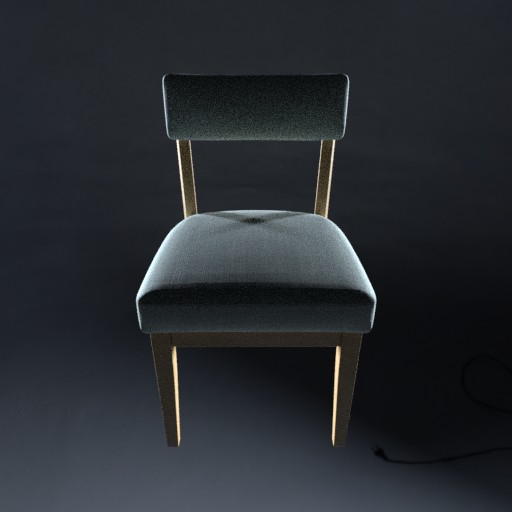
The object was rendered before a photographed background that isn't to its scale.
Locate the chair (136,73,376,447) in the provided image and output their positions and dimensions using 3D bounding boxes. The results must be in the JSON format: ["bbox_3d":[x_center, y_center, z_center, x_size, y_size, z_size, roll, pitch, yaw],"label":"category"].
[{"bbox_3d":[0.000,0.000,1.169,0.508,0.832,0.572,0,31,0],"label":"chair"}]
